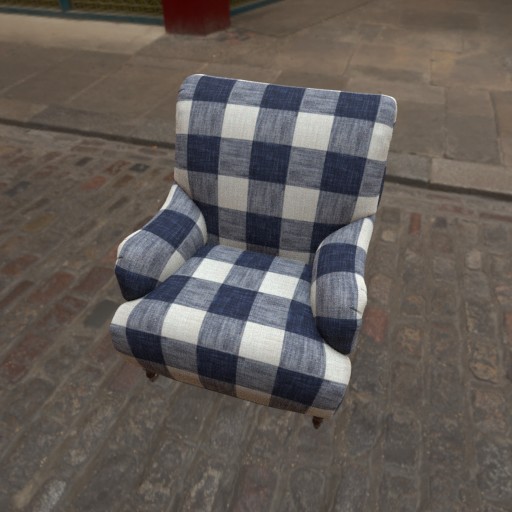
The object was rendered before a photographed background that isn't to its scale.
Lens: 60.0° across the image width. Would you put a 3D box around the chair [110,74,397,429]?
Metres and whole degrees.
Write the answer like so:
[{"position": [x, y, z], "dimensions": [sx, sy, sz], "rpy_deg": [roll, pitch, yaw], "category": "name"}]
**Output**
[{"position": [0.000, 0.000, 1.551], "dimensions": [0.781, 0.953, 0.848], "rpy_deg": [12, 43, 13], "category": "chair"}]
